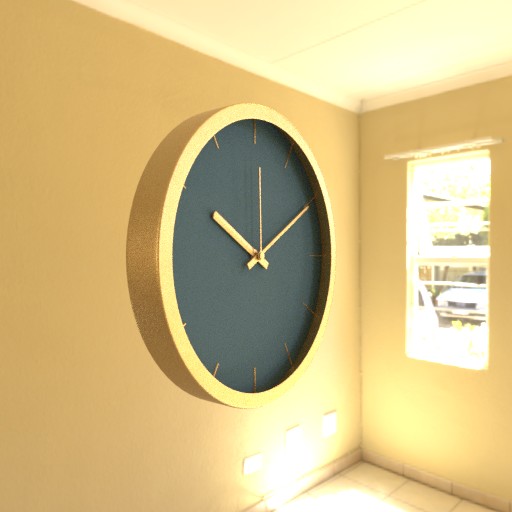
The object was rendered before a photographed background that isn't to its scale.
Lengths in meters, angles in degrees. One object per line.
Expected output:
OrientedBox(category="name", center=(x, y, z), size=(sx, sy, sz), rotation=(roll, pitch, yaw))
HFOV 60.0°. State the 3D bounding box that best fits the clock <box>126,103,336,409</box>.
OrientedBox(category="clock", center=(0.000, 0.000, 0.482), size=(0.040, 0.314, 0.314), rotation=(0, 0, 36))
